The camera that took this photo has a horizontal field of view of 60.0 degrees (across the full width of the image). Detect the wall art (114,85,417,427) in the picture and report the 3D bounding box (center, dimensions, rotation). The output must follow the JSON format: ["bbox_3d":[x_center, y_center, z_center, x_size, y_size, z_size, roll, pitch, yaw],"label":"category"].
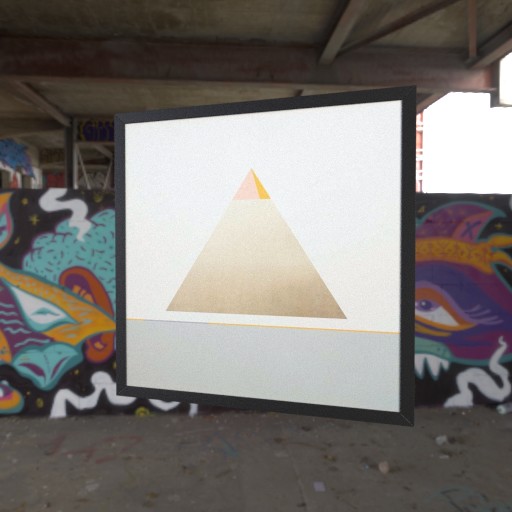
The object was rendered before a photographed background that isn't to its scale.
[{"bbox_3d":[0.000,0.000,0.452,0.304,0.303,0.037,0,1,16],"label":"wall art"}]
